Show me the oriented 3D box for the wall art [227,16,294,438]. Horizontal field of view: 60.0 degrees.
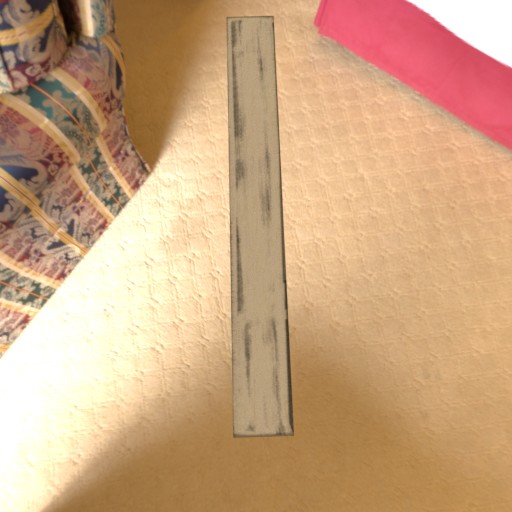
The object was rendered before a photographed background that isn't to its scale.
[{"bbox_3d":[0.000,0.000,0.450,0.036,0.303,0.303,-2,75,0],"label":"wall art"}]
